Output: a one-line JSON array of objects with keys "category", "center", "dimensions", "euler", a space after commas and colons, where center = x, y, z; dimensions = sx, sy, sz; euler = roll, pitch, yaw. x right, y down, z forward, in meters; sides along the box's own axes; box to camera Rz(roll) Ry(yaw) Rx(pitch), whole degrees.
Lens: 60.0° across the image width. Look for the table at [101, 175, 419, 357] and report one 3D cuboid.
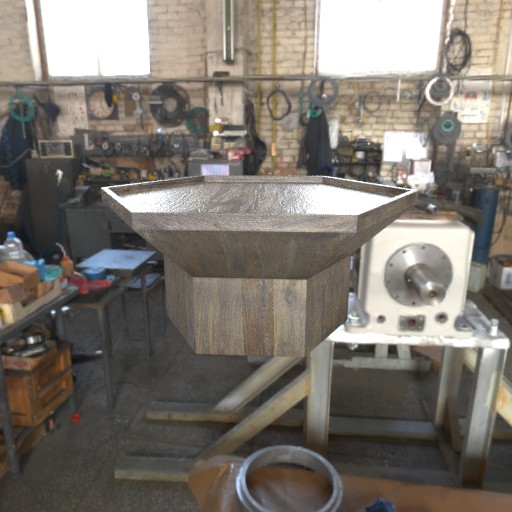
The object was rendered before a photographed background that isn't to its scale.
[{"category": "table", "center": [0.000, 0.000, 1.618], "dimensions": [0.966, 0.488, 1.115], "euler": [-8, 17, -25]}]
